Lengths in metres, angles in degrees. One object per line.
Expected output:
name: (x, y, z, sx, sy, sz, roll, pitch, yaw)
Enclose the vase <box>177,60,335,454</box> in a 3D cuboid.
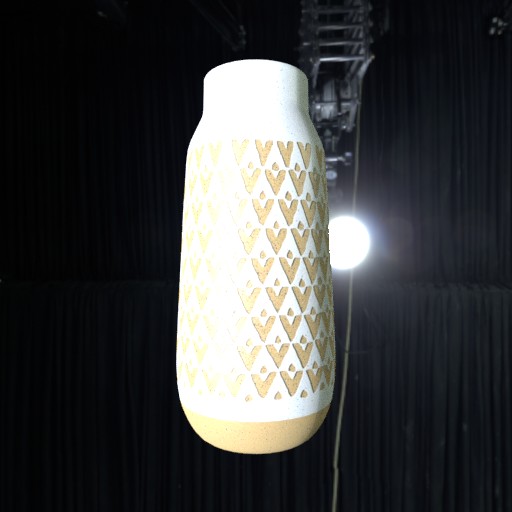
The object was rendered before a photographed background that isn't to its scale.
vase: (0.000, 0.000, 0.389, 0.137, 0.307, 0.137, 0, 0, 0)
